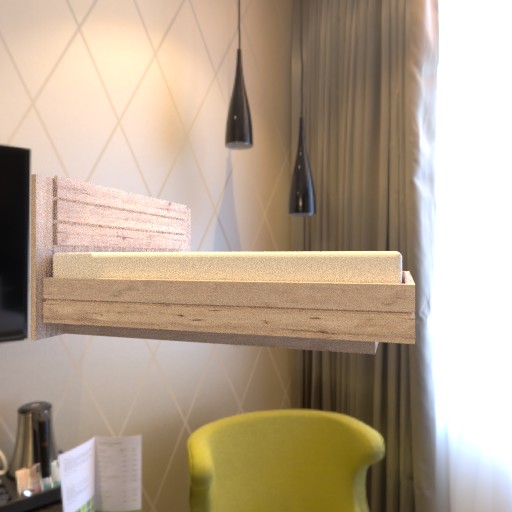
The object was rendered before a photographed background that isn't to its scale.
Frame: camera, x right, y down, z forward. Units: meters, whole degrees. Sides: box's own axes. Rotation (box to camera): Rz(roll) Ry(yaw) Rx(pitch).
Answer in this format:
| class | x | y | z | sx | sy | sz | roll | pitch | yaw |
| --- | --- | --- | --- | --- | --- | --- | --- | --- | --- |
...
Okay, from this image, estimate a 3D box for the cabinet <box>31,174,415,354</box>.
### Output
| class | x | y | z | sx | sy | sz | roll | pitch | yaw |
| --- | --- | --- | --- | --- | --- | --- | --- | --- | --- |
| cabinet | 0.000 | 0.000 | 3.145 | 2.080 | 0.970 | 1.950 | 0 | 0 | 18 |
